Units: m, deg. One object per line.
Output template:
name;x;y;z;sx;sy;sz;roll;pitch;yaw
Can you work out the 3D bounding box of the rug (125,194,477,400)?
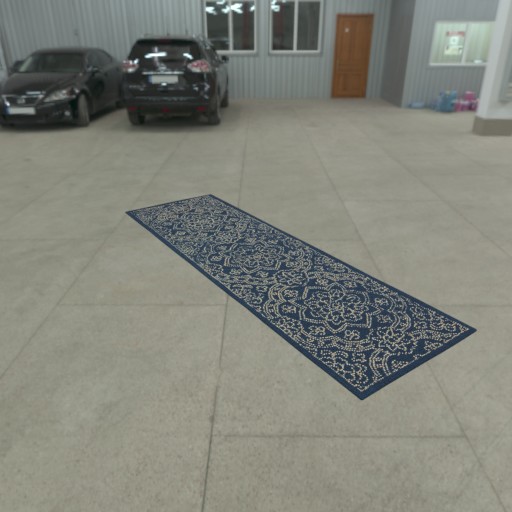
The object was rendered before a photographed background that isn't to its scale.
rug;0.000;0.000;2.733;0.769;0.012;2.448;-17;31;-31
